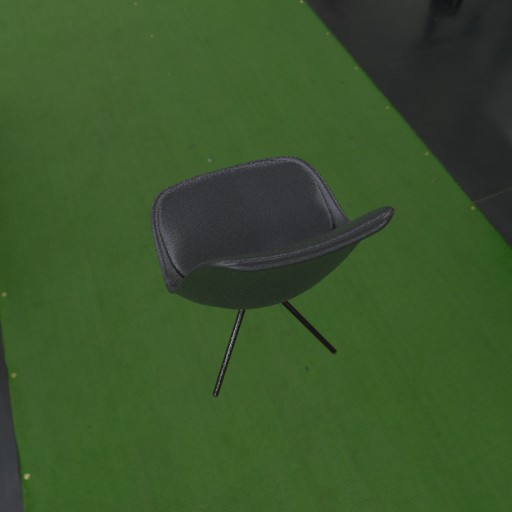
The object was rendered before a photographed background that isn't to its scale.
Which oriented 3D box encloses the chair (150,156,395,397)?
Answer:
[{"bbox_3d":[0.000,0.000,1.116,0.461,0.850,0.525,-17,61,-10],"label":"chair"}]
